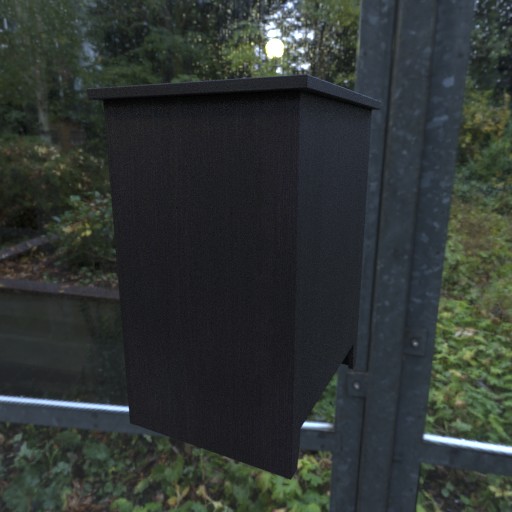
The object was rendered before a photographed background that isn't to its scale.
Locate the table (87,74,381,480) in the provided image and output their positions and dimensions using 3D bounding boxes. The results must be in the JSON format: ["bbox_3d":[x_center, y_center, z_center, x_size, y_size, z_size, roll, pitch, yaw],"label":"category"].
[{"bbox_3d":[0.000,0.000,0.932,0.381,0.635,0.480,7,16,25],"label":"table"}]
